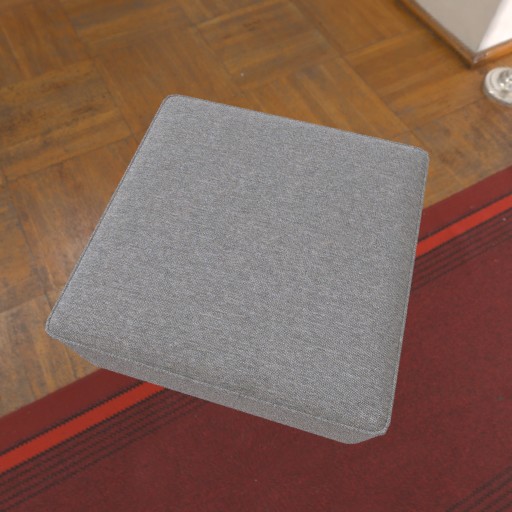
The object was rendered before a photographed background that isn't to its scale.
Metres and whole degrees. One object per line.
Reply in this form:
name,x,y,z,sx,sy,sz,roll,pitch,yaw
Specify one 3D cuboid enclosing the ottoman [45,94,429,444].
ottoman,0.000,0.000,1.576,1.005,0.455,1.005,15,64,7
